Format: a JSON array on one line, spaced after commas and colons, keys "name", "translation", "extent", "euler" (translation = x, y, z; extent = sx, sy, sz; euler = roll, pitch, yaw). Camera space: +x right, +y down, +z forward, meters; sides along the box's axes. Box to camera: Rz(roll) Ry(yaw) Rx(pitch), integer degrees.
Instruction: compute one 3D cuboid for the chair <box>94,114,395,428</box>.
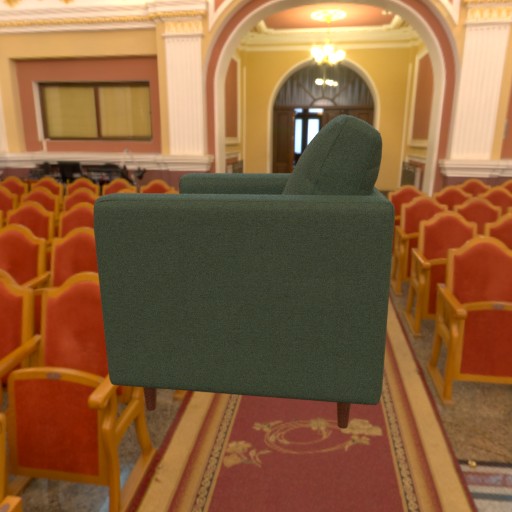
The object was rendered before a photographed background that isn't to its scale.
[{"name": "chair", "translation": [0.000, 0.000, 1.549], "extent": [0.800, 0.927, 0.855], "euler": [2, 15, 8]}]
